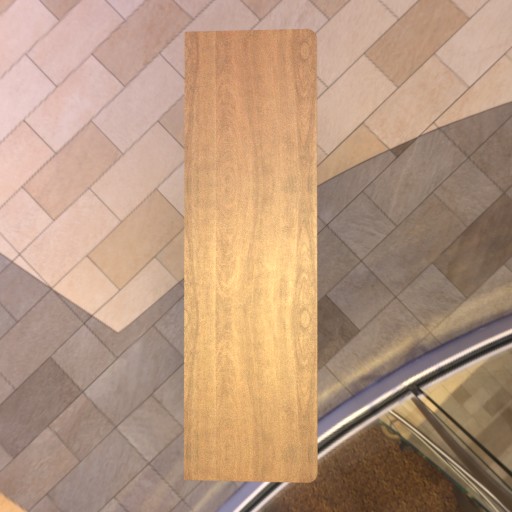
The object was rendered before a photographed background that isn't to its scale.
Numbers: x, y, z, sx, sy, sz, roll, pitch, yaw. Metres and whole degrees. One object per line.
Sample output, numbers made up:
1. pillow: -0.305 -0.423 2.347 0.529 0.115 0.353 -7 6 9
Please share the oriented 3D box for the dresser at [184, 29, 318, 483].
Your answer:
1. dresser: 0.000 0.000 1.999 0.468 0.892 1.583 0 89 2
